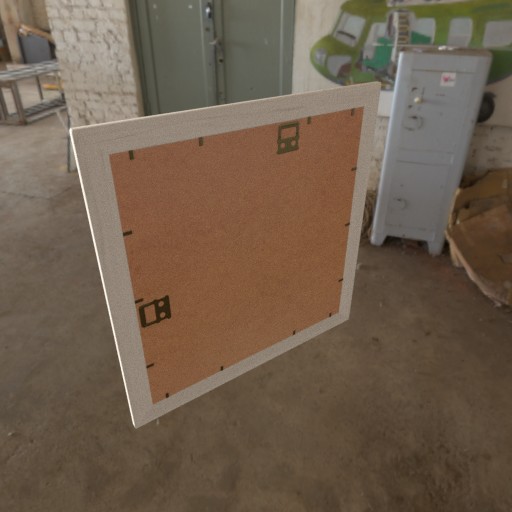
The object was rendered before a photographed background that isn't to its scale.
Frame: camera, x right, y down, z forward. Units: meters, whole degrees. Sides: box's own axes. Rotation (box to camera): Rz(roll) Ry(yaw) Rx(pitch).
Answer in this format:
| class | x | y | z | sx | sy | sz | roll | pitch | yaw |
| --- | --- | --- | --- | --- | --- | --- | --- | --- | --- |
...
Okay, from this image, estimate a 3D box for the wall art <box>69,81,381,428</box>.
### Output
| class | x | y | z | sx | sy | sz | roll | pitch | yaw |
| --- | --- | --- | --- | --- | --- | --- | --- | --- | --- |
| wall art | 0.000 | 0.000 | 0.865 | 0.584 | 0.584 | 0.013 | -20 | 37 | -29 |
